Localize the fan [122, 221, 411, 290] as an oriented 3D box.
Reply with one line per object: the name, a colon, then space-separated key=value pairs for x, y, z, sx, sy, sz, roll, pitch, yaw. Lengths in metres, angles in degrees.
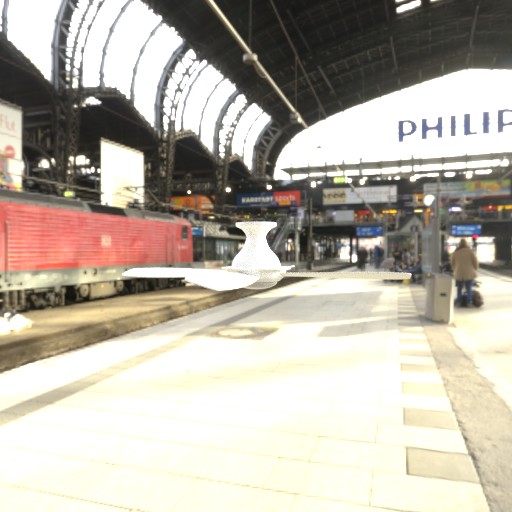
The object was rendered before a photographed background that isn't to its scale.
fan: x=0.000 y=0.000 z=2.558 sx=1.693 sy=0.382 sz=1.694 roll=0 pitch=1 yaw=15
